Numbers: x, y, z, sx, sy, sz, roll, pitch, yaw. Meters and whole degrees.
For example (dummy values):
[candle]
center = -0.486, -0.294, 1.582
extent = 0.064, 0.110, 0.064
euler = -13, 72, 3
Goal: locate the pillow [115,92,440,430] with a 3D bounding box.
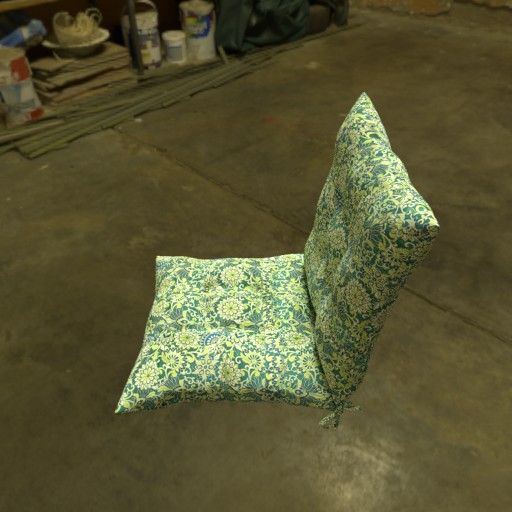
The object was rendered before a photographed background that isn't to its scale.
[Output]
[pillow]
center = 0.000, 0.000, 0.966
extent = 0.585, 0.536, 0.541
euler = 0, 41, 0
